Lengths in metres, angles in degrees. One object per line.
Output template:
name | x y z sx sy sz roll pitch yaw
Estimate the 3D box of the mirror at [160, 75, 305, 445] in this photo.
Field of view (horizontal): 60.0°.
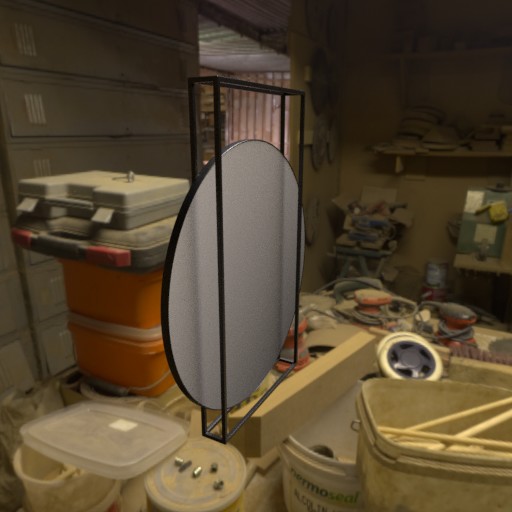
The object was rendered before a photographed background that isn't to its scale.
mirror | 0.000 0.000 0.837 0.051 0.603 0.508 9 18 27
